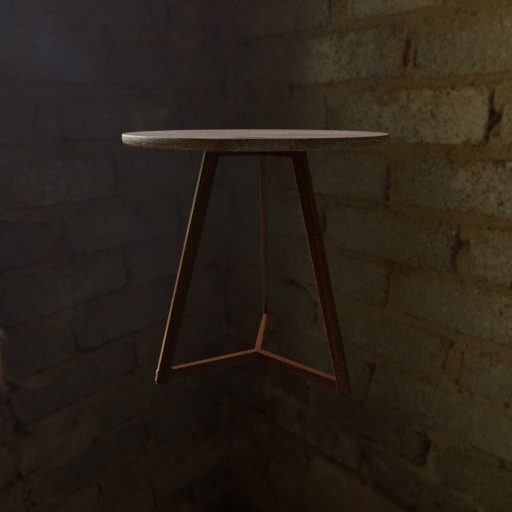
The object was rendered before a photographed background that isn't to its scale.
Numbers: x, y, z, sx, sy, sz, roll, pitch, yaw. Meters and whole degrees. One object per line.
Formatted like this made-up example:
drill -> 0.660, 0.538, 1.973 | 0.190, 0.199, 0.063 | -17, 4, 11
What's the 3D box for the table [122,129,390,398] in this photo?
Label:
table -> 0.000, 0.000, 0.933 | 0.500, 0.500, 0.500 | 0, 17, 0
